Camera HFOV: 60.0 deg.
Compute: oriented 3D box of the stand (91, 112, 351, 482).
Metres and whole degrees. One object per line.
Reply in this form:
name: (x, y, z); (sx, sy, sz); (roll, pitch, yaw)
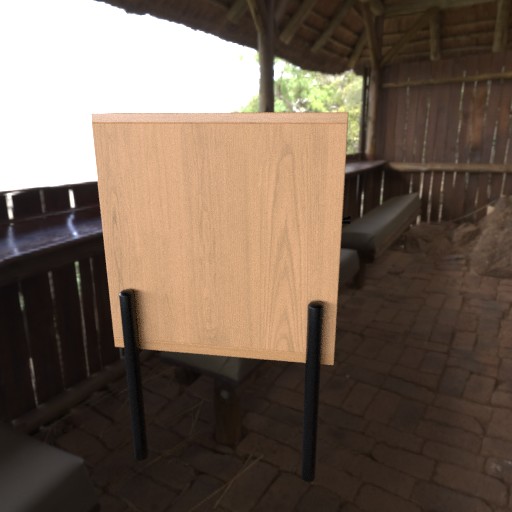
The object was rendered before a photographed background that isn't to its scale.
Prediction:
stand: (0.000, 0.000, 0.985); (0.400, 0.600, 0.630); (3, 17, 9)
